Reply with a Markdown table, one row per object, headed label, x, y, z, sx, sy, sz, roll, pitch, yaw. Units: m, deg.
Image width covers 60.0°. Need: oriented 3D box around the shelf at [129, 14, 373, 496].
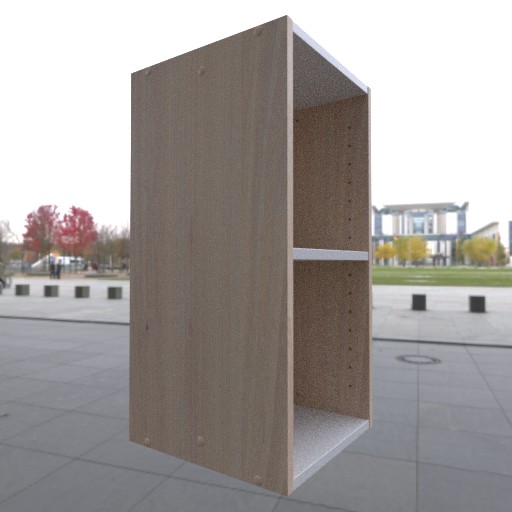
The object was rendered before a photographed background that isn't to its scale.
| label | x | y | z | sx | sy | sz | roll | pitch | yaw |
| --- | --- | --- | --- | --- | --- | --- | --- | --- | --- |
| shelf | 0.000 | 0.000 | 0.748 | 0.297 | 0.594 | 0.290 | -1 | -1 | 35 |
